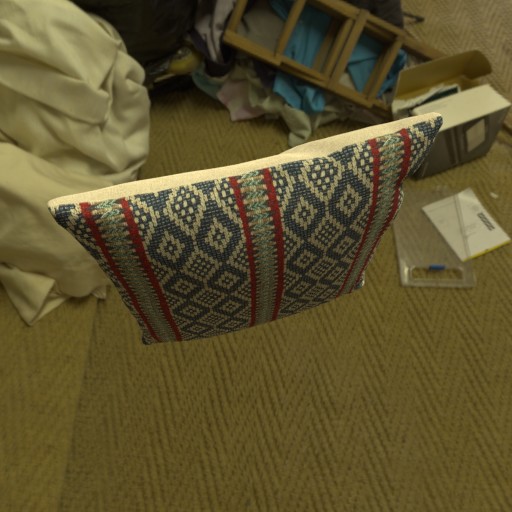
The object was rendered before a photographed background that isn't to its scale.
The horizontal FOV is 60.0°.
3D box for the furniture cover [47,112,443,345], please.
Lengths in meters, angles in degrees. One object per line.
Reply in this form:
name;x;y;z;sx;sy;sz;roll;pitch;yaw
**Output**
furniture cover;0.000;0.000;0.647;0.431;0.431;0.139;-15;63;-8
